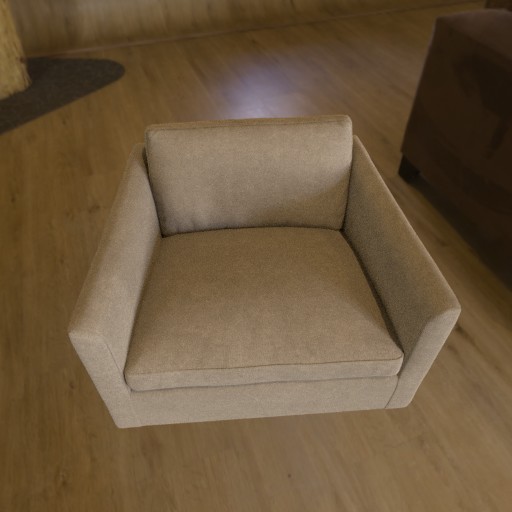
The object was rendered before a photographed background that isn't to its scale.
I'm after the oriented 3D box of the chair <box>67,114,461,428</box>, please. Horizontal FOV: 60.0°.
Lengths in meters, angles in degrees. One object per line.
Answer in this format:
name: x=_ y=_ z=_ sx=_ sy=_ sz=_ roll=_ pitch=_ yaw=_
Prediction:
chair: x=0.000 y=0.000 z=1.851 sx=1.190 sy=0.845 sz=1.091 roll=-3 pitch=45 yaw=-3
